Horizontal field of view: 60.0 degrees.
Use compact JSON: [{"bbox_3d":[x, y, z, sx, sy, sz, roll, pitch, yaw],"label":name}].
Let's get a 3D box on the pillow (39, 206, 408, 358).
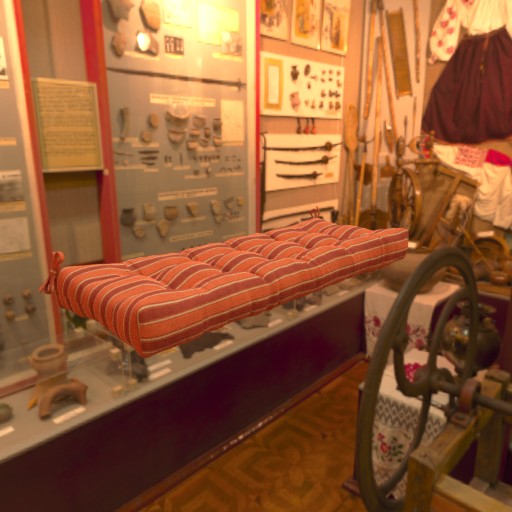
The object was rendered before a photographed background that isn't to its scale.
[{"bbox_3d":[0.000,0.000,1.410,0.511,0.174,1.194,14,20,43],"label":"pillow"}]
